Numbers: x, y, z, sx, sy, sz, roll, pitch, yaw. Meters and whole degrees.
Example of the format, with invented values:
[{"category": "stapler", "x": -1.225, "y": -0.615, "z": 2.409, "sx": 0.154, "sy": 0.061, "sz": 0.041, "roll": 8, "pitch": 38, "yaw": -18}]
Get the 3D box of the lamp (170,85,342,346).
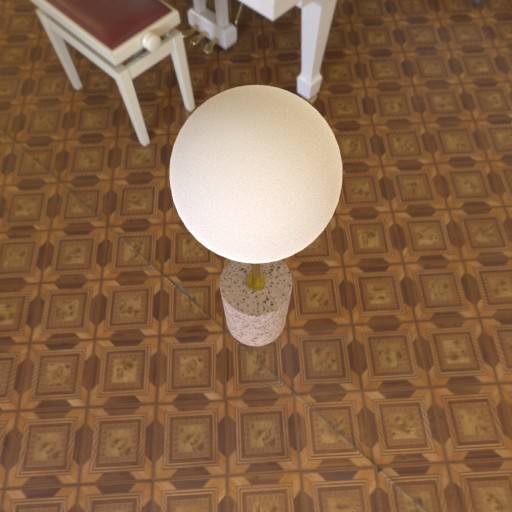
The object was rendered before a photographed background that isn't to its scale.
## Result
[{"category": "lamp", "x": 0.000, "y": 0.000, "z": 0.546, "sx": 0.153, "sy": 0.480, "sz": 0.153, "roll": 0, "pitch": 64, "yaw": 0}]
